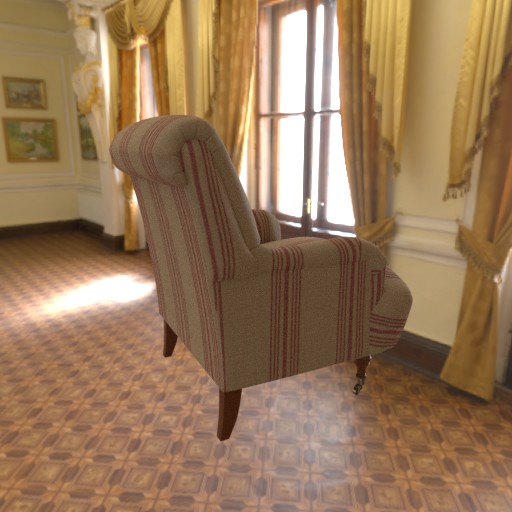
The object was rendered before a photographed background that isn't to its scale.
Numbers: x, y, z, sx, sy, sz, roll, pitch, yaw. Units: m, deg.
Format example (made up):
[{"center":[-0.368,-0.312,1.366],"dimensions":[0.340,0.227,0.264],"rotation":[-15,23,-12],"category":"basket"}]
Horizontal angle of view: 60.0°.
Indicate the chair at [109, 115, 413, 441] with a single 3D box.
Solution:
[{"center":[0.000,0.000,1.914],"dimensions":[1.058,1.123,0.933],"rotation":[-7,15,-26],"category":"chair"}]
